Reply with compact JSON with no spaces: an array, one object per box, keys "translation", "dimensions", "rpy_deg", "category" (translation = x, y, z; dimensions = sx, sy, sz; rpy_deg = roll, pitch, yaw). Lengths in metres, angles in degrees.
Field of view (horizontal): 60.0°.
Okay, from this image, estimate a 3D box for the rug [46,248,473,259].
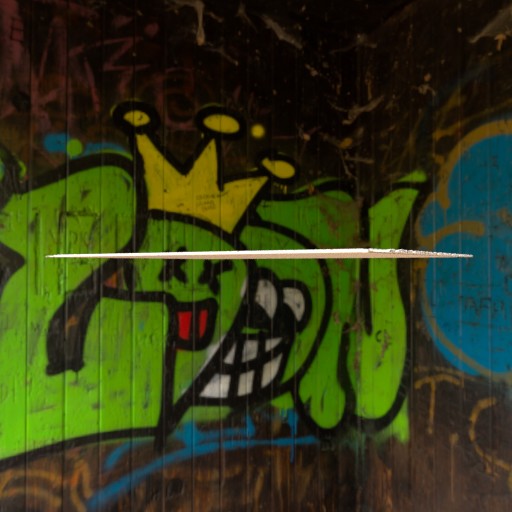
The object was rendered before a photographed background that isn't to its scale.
[{"translation":[0.000,0.000,2.293],"dimensions":[1.872,0.013,1.243],"rpy_deg":[-1,-1,36],"category":"rug"}]
